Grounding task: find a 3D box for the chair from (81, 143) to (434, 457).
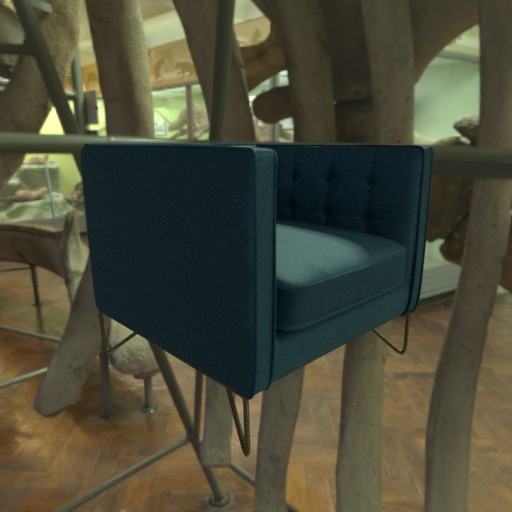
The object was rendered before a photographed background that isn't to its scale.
[{"bbox_3d":[0.000,0.000,1.603,0.880,0.790,0.894,-14,20,-42],"label":"chair"}]
